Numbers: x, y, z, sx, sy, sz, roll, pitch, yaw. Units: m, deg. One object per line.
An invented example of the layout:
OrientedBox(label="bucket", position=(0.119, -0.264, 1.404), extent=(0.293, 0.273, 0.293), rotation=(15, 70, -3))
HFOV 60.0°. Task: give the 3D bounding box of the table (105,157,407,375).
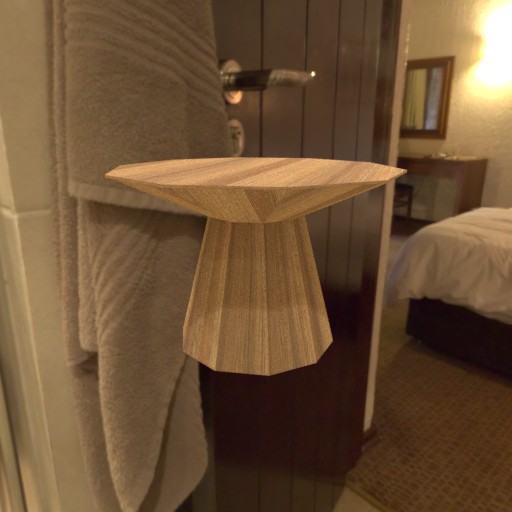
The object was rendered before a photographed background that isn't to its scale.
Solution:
OrientedBox(label="table", position=(0.000, 0.000, 1.917), extent=(1.186, 0.752, 1.186), rotation=(0, 17, 0))
